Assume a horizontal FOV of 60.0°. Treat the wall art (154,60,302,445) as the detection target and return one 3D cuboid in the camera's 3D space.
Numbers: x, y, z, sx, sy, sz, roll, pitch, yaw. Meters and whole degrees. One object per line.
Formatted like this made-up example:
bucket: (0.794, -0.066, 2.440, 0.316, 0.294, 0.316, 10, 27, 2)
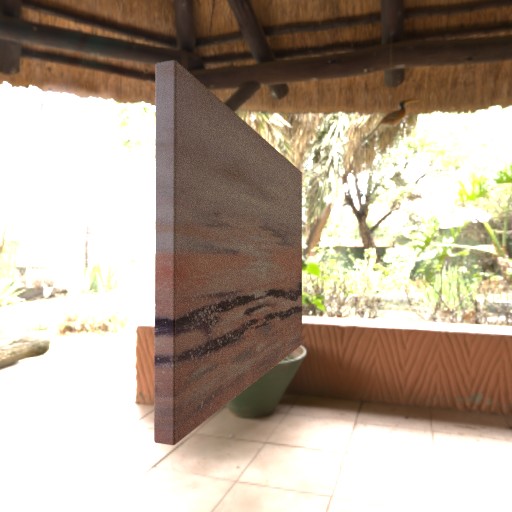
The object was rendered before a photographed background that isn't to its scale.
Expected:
wall art: (0.000, 0.000, 1.135, 0.038, 0.609, 0.913, 0, -1, 19)
